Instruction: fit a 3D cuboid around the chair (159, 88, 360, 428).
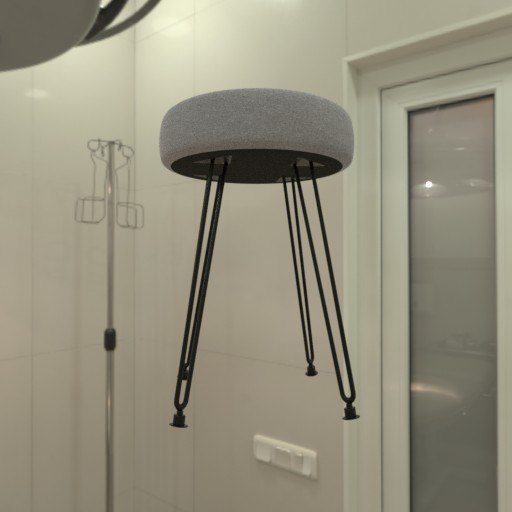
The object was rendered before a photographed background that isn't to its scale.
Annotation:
[{"bbox_3d":[0.000,0.000,0.697,0.350,0.440,0.350,0,-1,38],"label":"chair"}]
